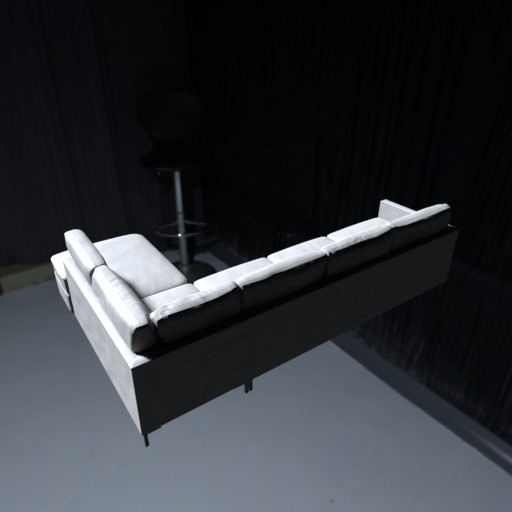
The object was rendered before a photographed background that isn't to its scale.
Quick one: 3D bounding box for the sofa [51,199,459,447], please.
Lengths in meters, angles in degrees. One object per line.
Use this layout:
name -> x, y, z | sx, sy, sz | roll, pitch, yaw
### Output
sofa -> 0.000, 0.000, 4.299 | 3.331, 0.964, 2.077 | -19, 35, -30
